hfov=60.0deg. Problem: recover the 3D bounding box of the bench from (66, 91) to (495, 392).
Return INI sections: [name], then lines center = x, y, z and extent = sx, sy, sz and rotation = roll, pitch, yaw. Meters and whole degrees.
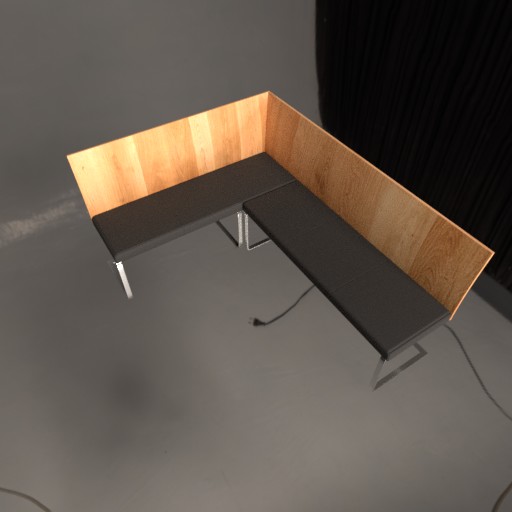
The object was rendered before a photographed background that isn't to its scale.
[bench]
center = 0.000, 0.000, 2.764
extent = 1.495, 0.930, 1.945
rotation = -26, 52, -22
